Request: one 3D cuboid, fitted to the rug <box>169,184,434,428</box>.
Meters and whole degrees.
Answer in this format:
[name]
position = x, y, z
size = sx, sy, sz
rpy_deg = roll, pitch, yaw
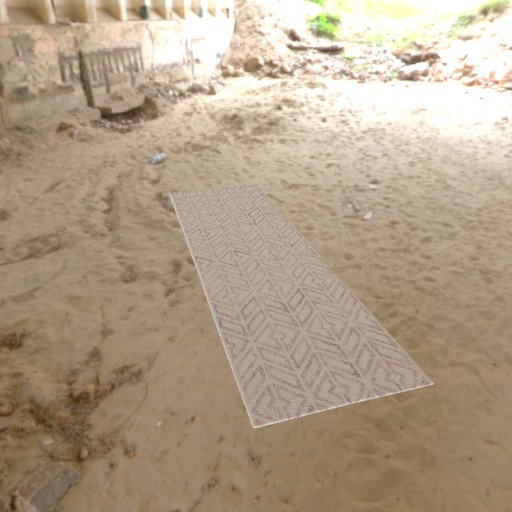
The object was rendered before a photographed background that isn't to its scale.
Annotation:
[rug]
position = 0.000, 0.000, 2.687
size = 0.750, 0.009, 2.435
rpy_deg = -8, 30, -15
